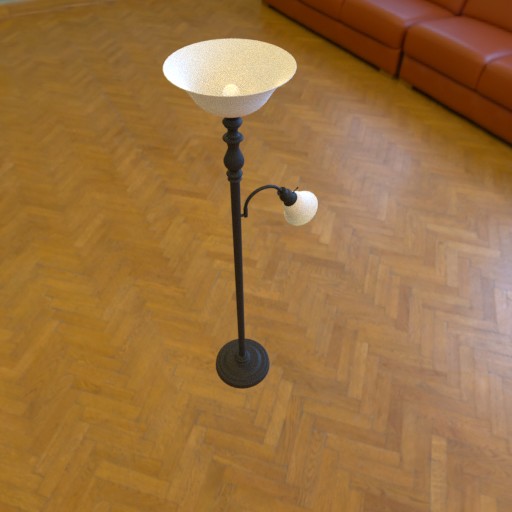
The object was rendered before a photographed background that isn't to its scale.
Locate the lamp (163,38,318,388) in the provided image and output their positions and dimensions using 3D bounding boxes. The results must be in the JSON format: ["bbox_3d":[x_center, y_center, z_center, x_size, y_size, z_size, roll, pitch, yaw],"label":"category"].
[{"bbox_3d":[0.000,0.000,2.031,0.588,1.793,0.405,-23,51,-20],"label":"lamp"}]
